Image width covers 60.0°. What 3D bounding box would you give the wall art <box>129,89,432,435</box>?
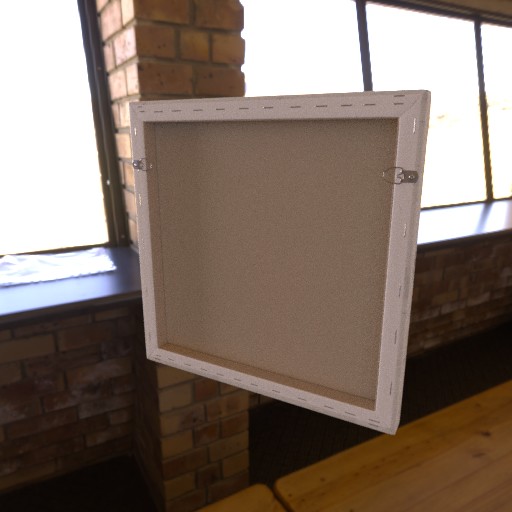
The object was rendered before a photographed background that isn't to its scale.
[{"bbox_3d":[0.000,0.000,0.901,0.610,0.611,0.040,8,18,28],"label":"wall art"}]
